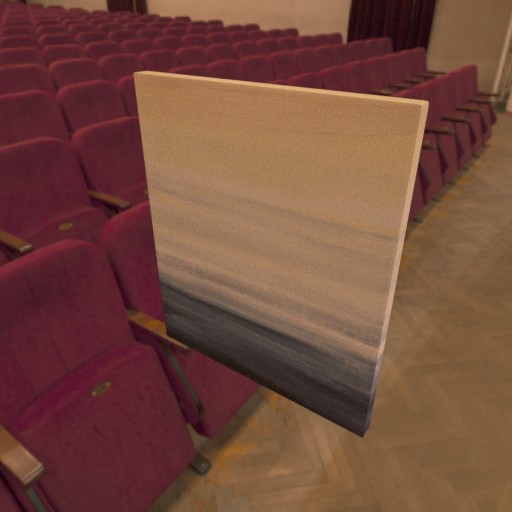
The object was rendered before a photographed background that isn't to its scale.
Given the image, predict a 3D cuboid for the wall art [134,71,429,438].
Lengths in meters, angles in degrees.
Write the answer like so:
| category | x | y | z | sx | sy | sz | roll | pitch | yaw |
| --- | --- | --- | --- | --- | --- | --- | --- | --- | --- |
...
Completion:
| category | x | y | z | sx | sy | sz | roll | pitch | yaw |
| --- | --- | --- | --- | --- | --- | --- | --- | --- | --- |
| wall art | 0.000 | 0.000 | 0.971 | 0.608 | 0.710 | 0.041 | 19 | 35 | 30 |
